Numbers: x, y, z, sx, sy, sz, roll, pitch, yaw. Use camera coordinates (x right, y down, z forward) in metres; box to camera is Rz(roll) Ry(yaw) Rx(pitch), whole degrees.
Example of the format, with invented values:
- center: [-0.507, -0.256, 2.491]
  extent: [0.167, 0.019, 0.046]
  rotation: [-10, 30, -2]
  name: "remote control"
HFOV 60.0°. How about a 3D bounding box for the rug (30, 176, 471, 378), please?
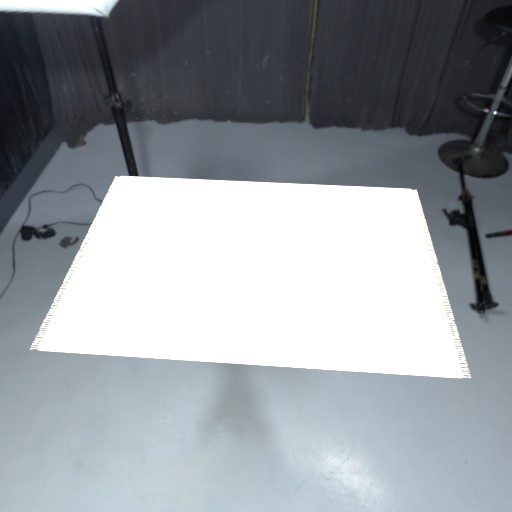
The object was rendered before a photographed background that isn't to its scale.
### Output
- center: [0.000, 0.000, 2.759]
  extent: [2.233, 0.011, 1.514]
  rotation: [3, 46, 3]
  name: "rug"
